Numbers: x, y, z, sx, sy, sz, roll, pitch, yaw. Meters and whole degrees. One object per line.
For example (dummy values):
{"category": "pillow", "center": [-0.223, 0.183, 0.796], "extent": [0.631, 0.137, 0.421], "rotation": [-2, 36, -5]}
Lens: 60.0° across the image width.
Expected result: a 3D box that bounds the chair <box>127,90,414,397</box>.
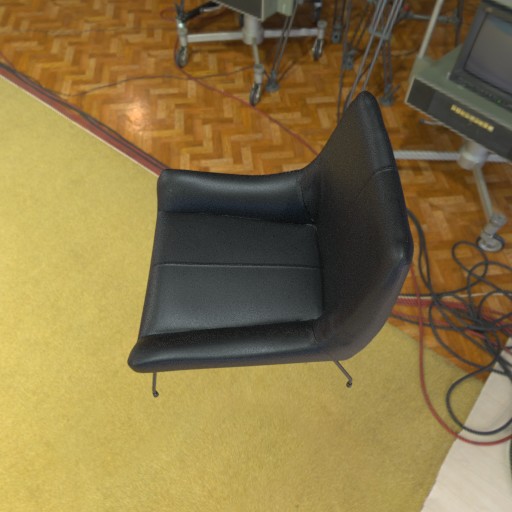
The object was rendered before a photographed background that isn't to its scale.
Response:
{"category": "chair", "center": [0.000, 0.000, 1.589], "extent": [0.826, 0.922, 0.836], "rotation": [0, 56, 0]}
